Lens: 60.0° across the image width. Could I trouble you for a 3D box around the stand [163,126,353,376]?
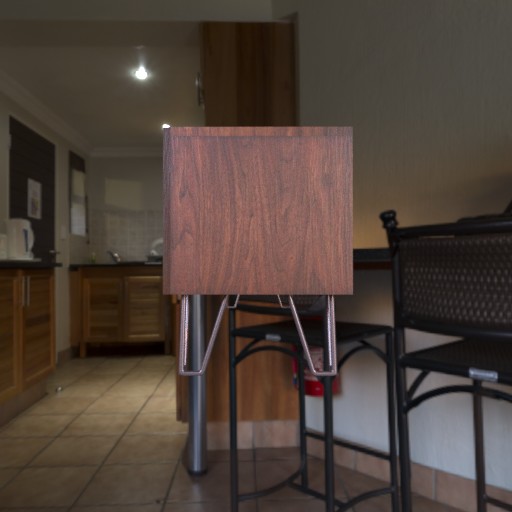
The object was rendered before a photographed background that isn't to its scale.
[{"bbox_3d":[0.000,0.000,1.879,0.481,0.610,1.626,0,0,0],"label":"stand"}]
